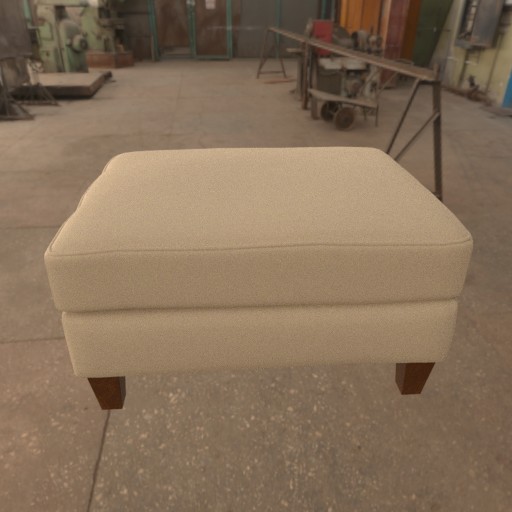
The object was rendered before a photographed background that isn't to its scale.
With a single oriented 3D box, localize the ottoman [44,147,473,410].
[{"bbox_3d":[0.000,0.000,1.154,0.818,0.485,0.634,-2,30,-3],"label":"ottoman"}]
